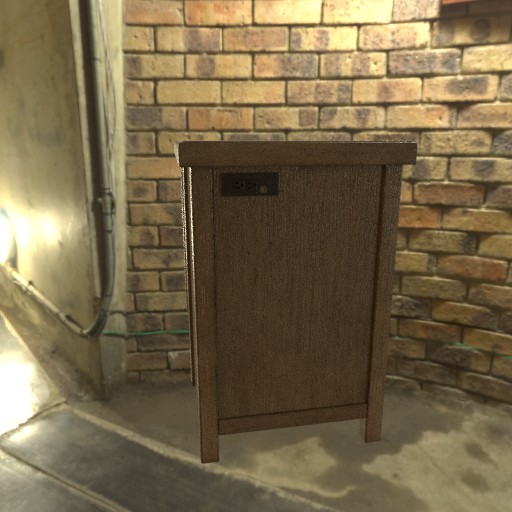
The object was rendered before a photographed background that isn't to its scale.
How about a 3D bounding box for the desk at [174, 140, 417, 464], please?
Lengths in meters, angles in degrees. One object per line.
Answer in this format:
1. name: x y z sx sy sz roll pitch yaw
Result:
1. desk: 0.000 0.000 1.813 0.610 0.912 1.289 -3 15 -10
